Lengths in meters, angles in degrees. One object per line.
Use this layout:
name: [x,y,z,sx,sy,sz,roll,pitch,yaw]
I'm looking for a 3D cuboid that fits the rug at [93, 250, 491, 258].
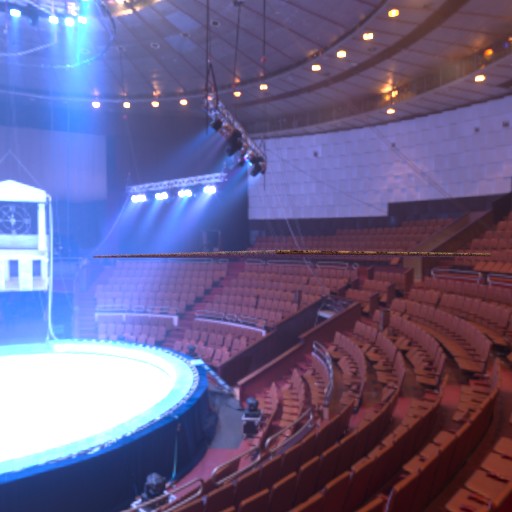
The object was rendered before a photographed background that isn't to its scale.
rug: [0.000,0.000,3.042,1.524,0.015,2.439,0,-1,-35]
